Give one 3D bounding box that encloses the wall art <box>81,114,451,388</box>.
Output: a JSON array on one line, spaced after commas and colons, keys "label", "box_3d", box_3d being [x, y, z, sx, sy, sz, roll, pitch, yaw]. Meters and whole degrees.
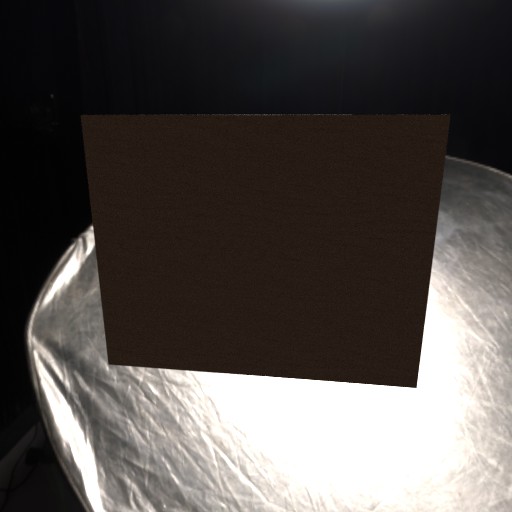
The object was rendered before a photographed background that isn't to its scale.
[{"label": "wall art", "box_3d": [0.000, 0.000, 0.670, 0.508, 0.406, 0.013, 2, 17, 8]}]
